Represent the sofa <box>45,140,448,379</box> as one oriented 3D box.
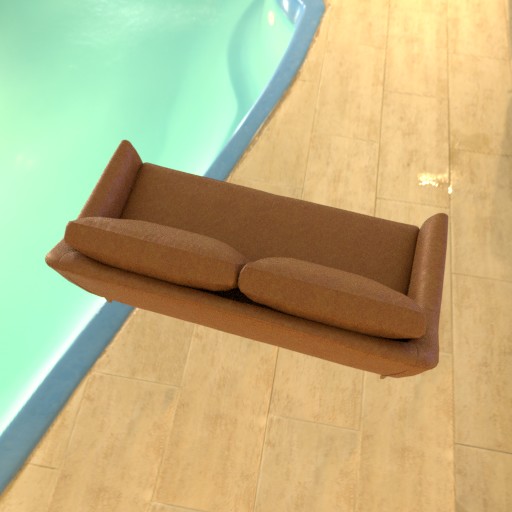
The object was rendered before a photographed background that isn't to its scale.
[{"bbox_3d":[0.000,0.000,2.558,2.036,0.945,0.981,14,65,7],"label":"sofa"}]
